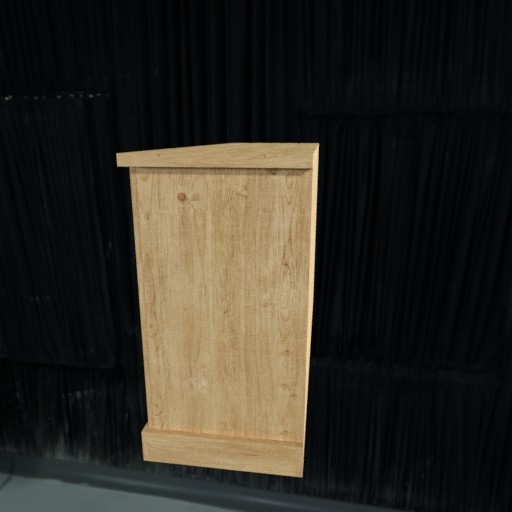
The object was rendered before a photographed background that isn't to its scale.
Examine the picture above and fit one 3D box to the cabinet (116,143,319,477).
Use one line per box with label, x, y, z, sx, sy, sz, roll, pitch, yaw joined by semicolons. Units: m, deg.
cabinet;0.000;0.000;1.687;0.432;0.810;1.321;2;15;8
